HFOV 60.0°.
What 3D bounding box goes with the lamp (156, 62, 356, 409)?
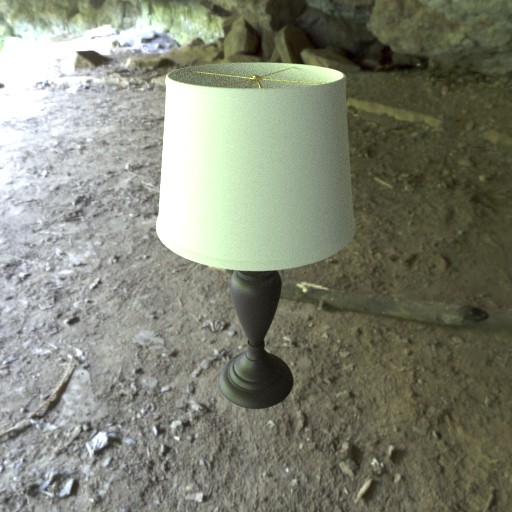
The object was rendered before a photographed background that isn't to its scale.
[{"bbox_3d":[0.000,0.000,0.795,0.335,0.611,0.335,0,30,0],"label":"lamp"}]
